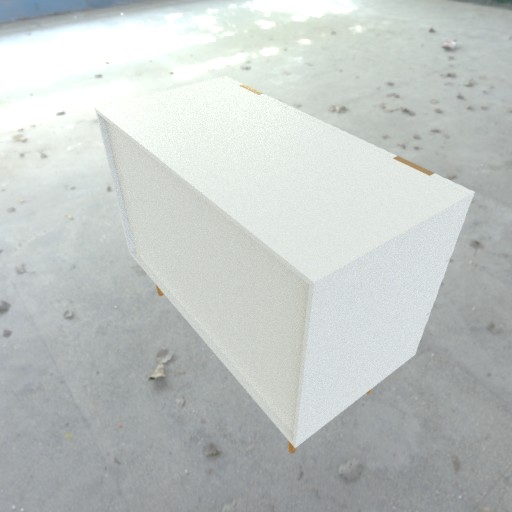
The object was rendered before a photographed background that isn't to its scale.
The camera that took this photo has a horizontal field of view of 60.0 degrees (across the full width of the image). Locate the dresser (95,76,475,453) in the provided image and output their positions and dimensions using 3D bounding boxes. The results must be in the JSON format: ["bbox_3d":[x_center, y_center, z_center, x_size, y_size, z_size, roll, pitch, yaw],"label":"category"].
[{"bbox_3d":[0.000,0.000,1.313,0.457,0.721,0.905,-26,46,-28],"label":"dresser"}]
